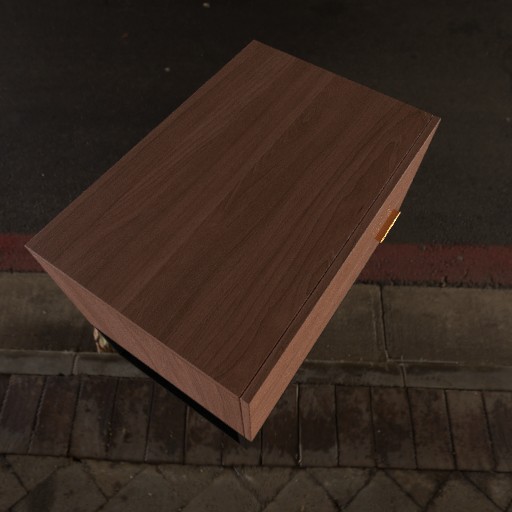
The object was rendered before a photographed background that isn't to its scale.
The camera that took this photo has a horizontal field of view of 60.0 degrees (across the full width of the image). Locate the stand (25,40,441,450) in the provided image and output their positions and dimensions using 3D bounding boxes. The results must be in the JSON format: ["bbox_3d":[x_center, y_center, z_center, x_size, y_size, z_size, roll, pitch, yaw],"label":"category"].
[{"bbox_3d":[0.000,0.000,0.936,0.420,0.500,0.600,31,64,17],"label":"stand"}]
